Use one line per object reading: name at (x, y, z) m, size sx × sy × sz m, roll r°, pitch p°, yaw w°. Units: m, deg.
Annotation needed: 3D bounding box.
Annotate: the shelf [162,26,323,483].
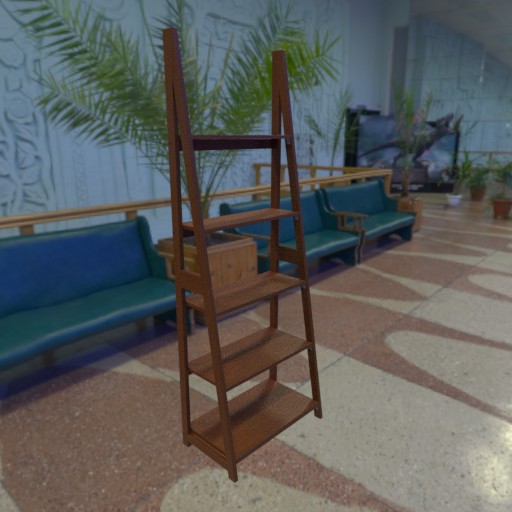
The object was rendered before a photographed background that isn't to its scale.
shelf at (0.000, 0.000, 1.959) m, size 0.356 × 1.780 × 0.630 m, roll 14°, pitch 20°, yaw 42°
